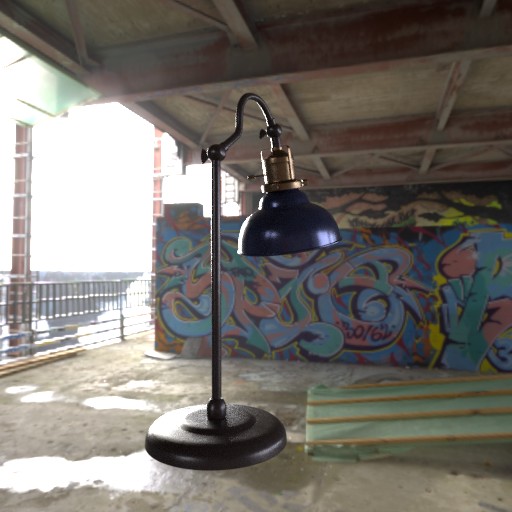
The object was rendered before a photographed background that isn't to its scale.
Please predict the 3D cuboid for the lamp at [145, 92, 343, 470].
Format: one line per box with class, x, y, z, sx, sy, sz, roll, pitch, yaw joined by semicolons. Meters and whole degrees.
lamp;0.000;0.000;0.690;0.192;0.508;0.374;-1;-2;36
